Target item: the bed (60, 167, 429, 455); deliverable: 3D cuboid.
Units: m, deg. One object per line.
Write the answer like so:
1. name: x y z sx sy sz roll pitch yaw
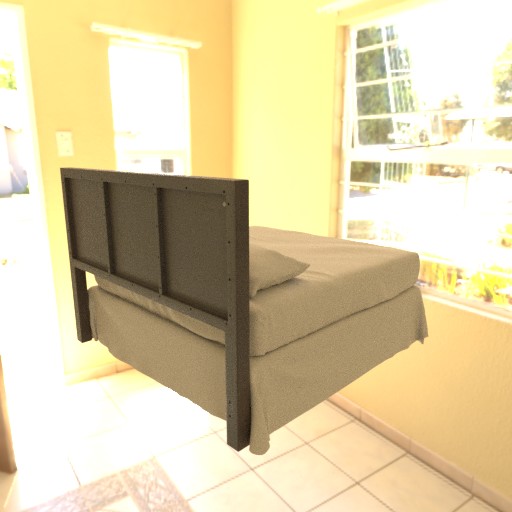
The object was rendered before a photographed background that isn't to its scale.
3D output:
1. bed: 0.000 0.000 2.906 1.785 1.142 1.772 -13 19 -43
